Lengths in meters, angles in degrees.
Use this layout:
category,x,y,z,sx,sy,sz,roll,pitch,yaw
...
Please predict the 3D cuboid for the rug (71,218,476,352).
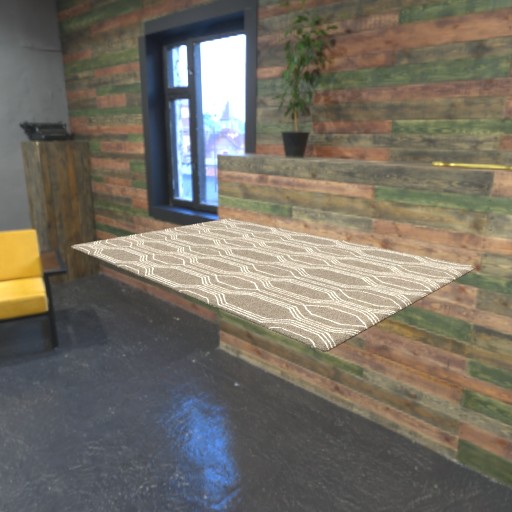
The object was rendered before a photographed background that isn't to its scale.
category,x,y,z,sx,sy,sz,roll,pitch,yaw
rug,0.000,0.000,2.390,1.239,0.012,1.836,-15,21,-43
